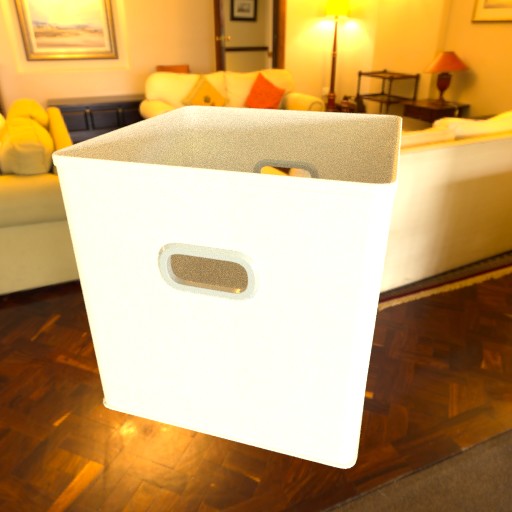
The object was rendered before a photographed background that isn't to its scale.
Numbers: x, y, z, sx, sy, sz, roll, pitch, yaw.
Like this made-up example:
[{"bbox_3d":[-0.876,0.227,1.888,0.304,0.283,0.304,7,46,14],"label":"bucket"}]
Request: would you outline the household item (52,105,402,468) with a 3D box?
[{"bbox_3d":[0.000,0.000,0.552,0.305,0.305,0.305,8,28,15],"label":"household item"}]
